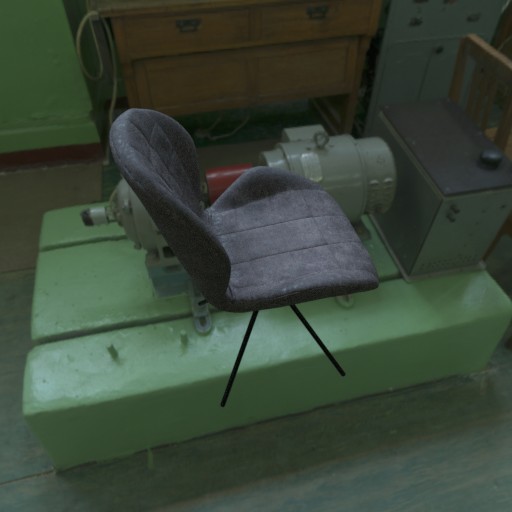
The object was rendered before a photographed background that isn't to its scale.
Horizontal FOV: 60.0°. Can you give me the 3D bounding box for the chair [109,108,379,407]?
[{"bbox_3d":[0.000,0.000,1.319,0.640,0.934,0.527,-11,48,-10],"label":"chair"}]
